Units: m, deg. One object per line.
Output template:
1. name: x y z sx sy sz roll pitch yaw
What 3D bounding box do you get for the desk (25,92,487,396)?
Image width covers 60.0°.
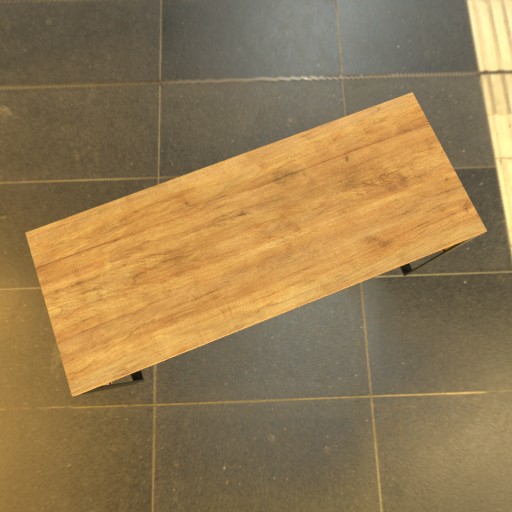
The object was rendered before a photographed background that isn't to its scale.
1. desk: 0.000 0.000 1.937 1.520 0.760 0.600 -21 78 -5
